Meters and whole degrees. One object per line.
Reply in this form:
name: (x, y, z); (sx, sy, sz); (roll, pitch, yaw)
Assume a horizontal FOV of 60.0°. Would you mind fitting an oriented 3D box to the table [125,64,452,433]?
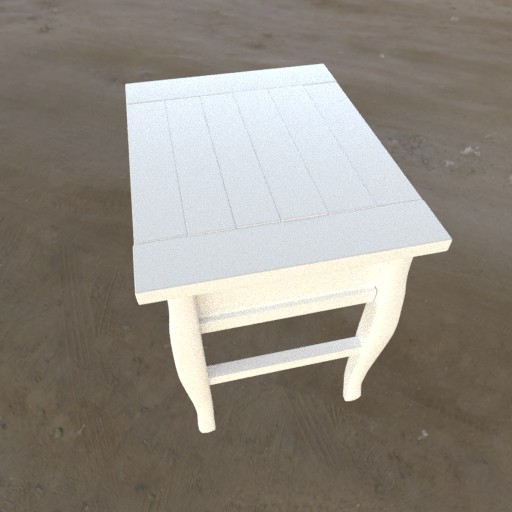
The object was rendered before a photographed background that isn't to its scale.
table: (0.000, 0.000, 1.039); (0.463, 0.605, 0.599); (-9, 48, -8)
